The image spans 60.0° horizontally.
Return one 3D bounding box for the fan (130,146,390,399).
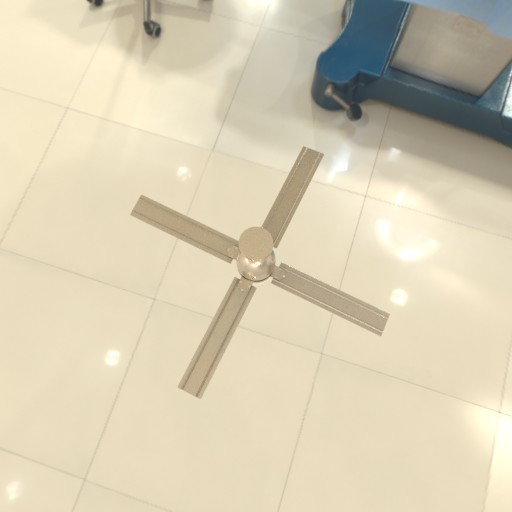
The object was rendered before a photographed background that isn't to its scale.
[{"bbox_3d":[0.000,0.000,2.017,1.346,0.406,1.346,24,76,6],"label":"fan"}]
